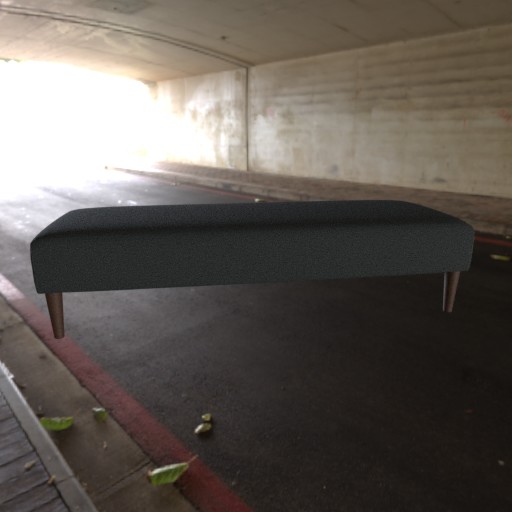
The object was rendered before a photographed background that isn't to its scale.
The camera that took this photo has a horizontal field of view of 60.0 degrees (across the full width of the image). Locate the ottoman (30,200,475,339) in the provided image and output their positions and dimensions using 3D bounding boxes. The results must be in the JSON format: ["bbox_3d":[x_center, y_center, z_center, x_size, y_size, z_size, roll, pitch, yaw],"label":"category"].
[{"bbox_3d":[0.000,0.000,1.894,1.609,0.393,0.646,-3,16,-9],"label":"ottoman"}]
